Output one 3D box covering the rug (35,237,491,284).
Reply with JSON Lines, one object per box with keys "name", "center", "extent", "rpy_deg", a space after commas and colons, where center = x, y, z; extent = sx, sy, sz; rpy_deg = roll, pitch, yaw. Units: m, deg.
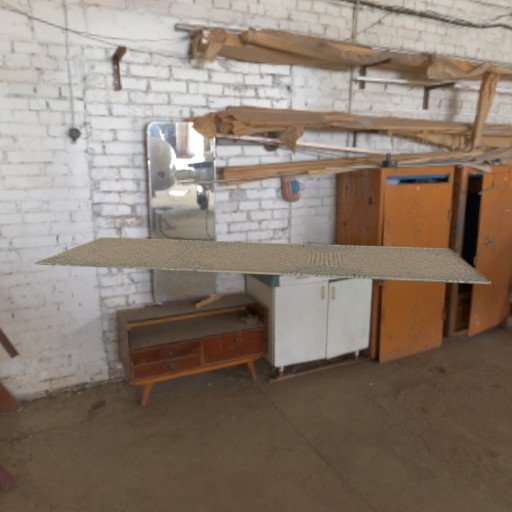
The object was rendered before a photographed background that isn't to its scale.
{"name": "rug", "center": [0.000, 0.000, 2.721], "extent": [2.452, 0.012, 0.775], "rpy_deg": [2, 14, 9]}
